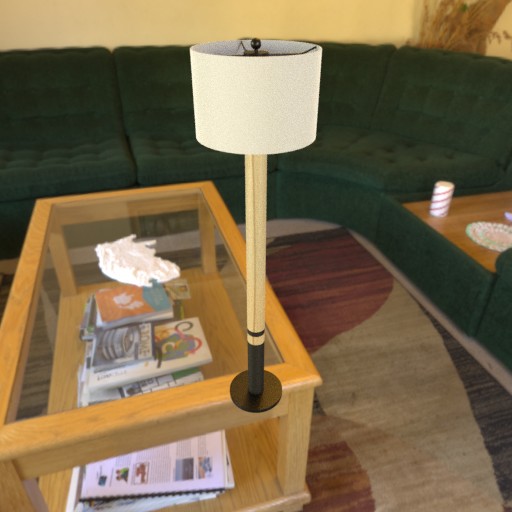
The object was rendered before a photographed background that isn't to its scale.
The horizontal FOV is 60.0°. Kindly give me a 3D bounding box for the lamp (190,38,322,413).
[{"bbox_3d":[0.000,0.000,1.665,0.381,1.478,0.381,-20,37,-28],"label":"lamp"}]
